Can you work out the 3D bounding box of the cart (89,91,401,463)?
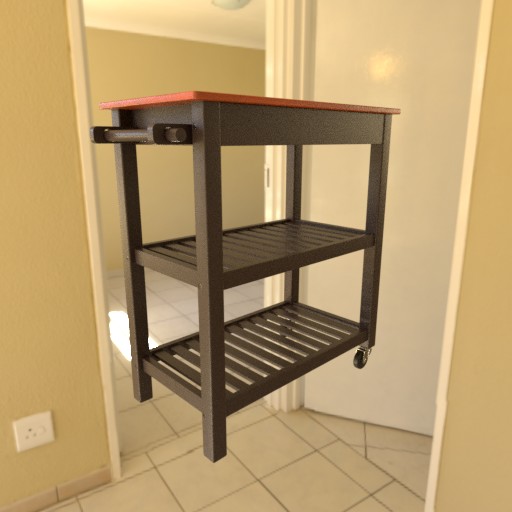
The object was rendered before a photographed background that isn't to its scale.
[{"bbox_3d":[0.000,0.000,1.442,0.899,0.927,0.457,-14,20,-42],"label":"cart"}]
